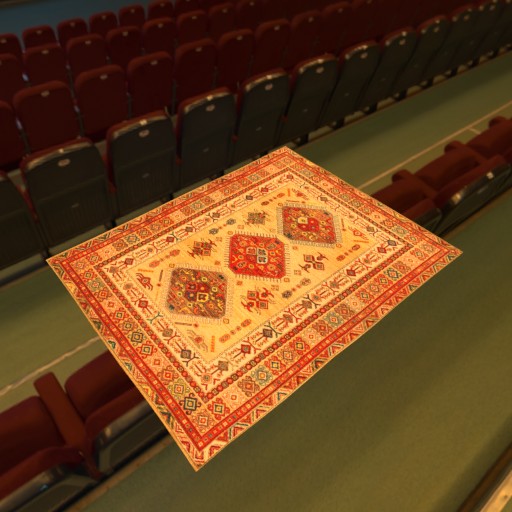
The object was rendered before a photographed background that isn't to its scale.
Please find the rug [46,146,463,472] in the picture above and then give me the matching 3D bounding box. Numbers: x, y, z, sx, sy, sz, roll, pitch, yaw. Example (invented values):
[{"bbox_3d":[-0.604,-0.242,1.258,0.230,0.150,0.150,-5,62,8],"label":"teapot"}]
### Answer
[{"bbox_3d":[0.000,0.000,4.167,3.067,0.005,2.460,-31,53,-27],"label":"rug"}]
